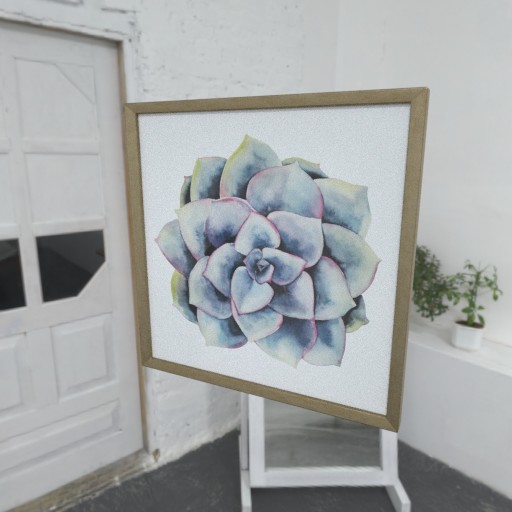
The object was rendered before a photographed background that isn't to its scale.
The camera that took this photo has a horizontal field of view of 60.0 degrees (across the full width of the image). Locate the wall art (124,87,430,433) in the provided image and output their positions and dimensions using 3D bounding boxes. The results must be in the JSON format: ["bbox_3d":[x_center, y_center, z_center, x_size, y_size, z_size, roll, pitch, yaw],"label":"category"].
[{"bbox_3d":[0.000,0.000,0.747,0.503,0.506,0.030,7,15,25],"label":"wall art"}]
